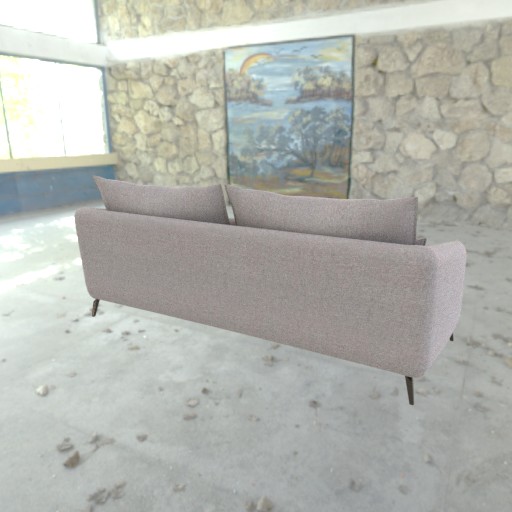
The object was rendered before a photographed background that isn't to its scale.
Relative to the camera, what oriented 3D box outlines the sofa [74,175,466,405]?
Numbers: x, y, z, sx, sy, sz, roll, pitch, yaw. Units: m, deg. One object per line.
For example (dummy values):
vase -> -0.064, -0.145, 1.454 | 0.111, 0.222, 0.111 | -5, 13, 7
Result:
sofa -> 0.000, 0.000, 2.389 | 2.022, 0.833, 0.809 | 8, 18, 28
